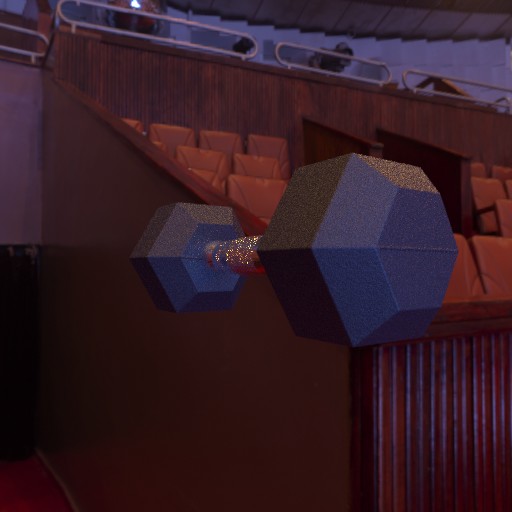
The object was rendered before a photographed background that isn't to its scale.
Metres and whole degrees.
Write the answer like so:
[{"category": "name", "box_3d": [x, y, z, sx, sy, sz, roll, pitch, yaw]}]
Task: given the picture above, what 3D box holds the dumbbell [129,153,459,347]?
[{"category": "dumbbell", "box_3d": [0.000, 0.000, 0.321, 0.106, 0.092, 0.272, 1, -2, -35]}]
